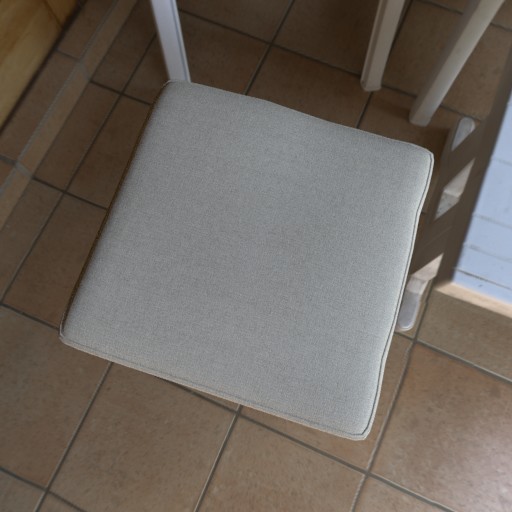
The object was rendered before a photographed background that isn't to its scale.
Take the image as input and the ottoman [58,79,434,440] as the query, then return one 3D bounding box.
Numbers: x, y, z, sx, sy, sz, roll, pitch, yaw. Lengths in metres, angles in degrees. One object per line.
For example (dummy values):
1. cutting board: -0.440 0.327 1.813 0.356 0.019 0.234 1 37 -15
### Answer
1. ottoman: 0.000 0.000 1.380 0.838 0.503 0.838 17 76 4
